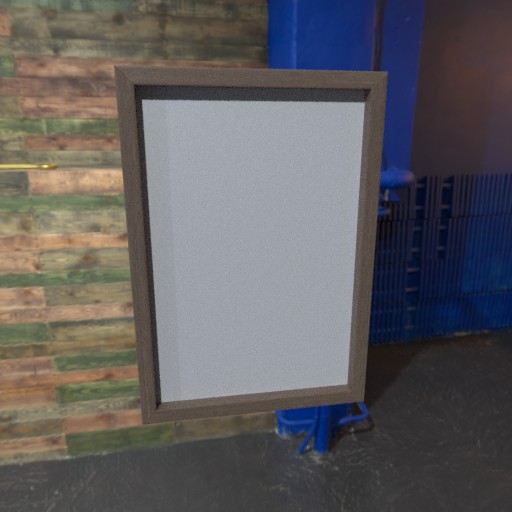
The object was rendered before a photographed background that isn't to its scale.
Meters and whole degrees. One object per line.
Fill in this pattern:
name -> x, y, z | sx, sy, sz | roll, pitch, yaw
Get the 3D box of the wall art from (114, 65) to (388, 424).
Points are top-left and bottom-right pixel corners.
wall art -> 0.000, 0.000, 0.654 | 0.358, 0.510, 0.032 | -3, 16, -9
